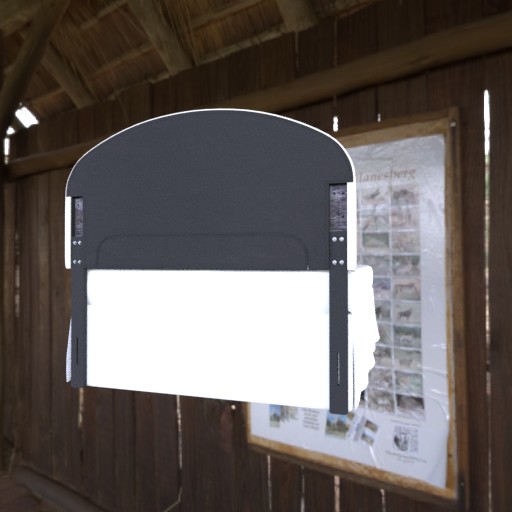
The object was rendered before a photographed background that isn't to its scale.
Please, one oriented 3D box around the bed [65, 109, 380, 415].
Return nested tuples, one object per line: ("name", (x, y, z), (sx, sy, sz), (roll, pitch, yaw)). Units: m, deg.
("bed", (0.000, 0.000, 3.095), (1.607, 1.410, 2.005), (0, -1, 17))
